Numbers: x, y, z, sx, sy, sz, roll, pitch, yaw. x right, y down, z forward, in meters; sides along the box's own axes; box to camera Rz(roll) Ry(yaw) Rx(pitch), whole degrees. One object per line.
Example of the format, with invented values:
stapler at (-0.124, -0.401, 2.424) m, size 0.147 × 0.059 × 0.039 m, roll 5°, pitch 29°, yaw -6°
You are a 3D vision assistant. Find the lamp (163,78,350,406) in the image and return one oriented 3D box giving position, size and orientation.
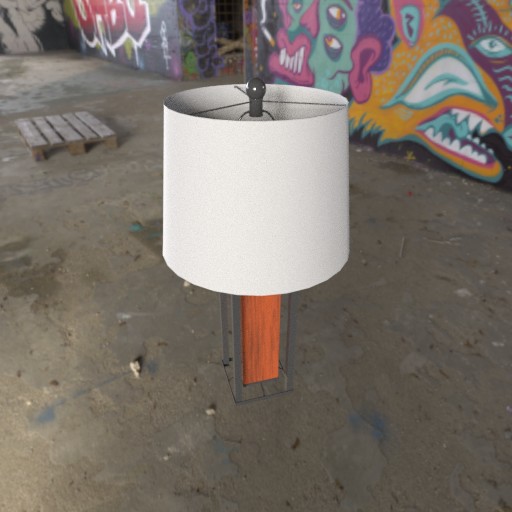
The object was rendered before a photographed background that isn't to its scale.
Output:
lamp at (0.000, 0.000, 0.784) m, size 0.320 × 0.591 × 0.320 m, roll 0°, pitch 30°, yaw 0°
